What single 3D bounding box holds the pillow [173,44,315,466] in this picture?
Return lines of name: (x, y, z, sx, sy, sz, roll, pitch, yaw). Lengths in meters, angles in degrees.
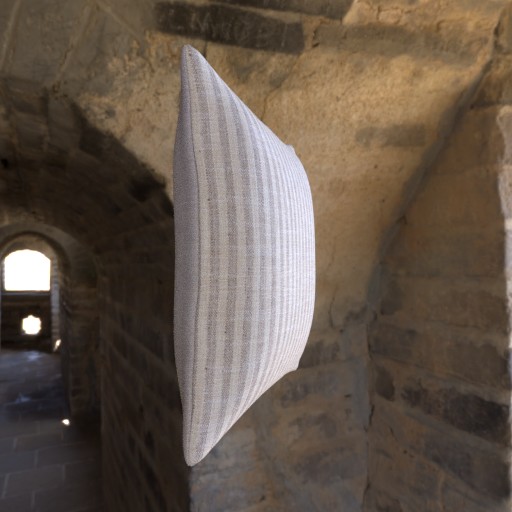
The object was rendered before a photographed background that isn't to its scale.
pillow: (0.000, 0.000, 0.769, 0.166, 0.510, 0.523, 0, -1, 19)
